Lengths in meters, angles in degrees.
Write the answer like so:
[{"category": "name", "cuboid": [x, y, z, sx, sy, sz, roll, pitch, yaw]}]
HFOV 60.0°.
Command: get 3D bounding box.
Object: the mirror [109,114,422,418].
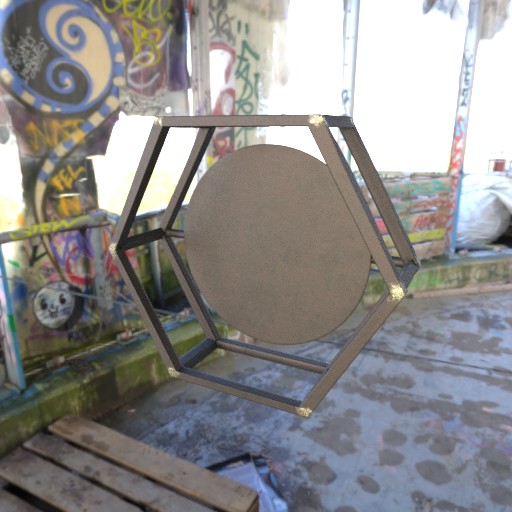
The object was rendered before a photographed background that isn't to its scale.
[{"category": "mirror", "cuboid": [0.000, 0.000, 0.556, 0.380, 0.334, 0.119, 8, 18, 26]}]
